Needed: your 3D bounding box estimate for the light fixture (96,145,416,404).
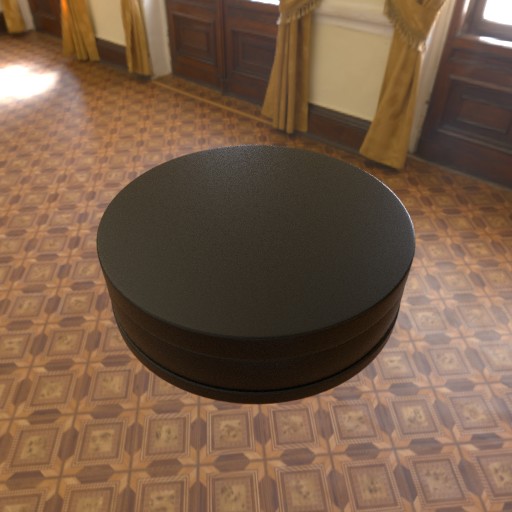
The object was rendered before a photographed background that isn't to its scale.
[{"bbox_3d":[0.000,0.000,0.434,0.283,0.097,0.283,0,41,0],"label":"light fixture"}]
